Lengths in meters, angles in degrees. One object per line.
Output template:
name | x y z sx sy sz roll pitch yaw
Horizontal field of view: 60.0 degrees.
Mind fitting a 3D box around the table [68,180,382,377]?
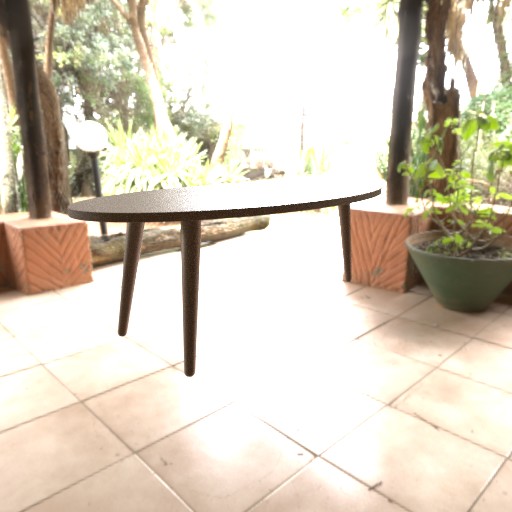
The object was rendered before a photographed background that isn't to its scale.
table | 0.000 0.000 1.347 1.083 0.390 0.542 -13 19 -43
